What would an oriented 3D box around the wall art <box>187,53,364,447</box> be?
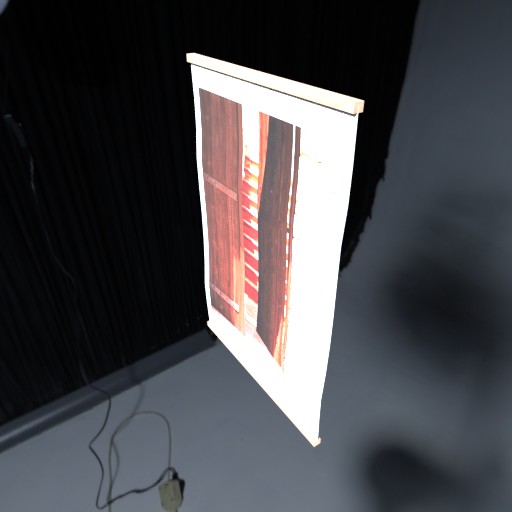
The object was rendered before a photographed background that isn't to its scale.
[{"bbox_3d":[0.000,0.000,0.653,0.012,0.508,0.332,-20,38,-28],"label":"wall art"}]
